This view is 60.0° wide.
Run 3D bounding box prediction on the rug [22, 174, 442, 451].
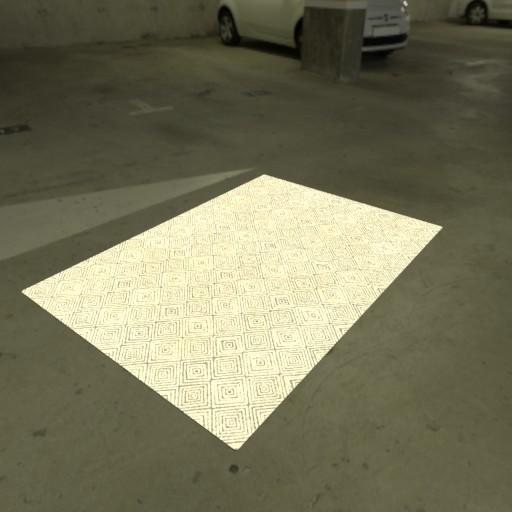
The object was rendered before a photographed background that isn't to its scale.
[{"bbox_3d":[0.000,0.000,2.811,1.593,0.008,2.238,23,39,32],"label":"rug"}]
